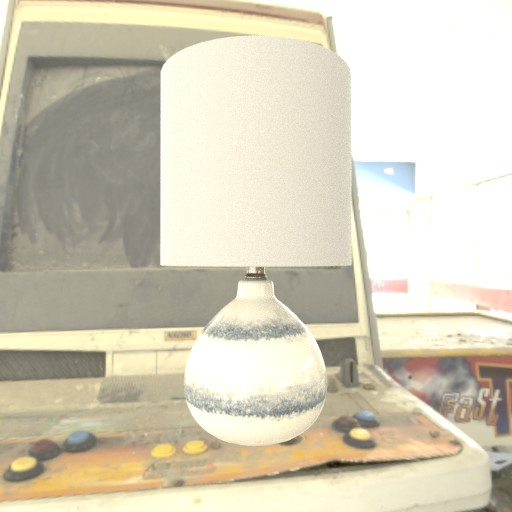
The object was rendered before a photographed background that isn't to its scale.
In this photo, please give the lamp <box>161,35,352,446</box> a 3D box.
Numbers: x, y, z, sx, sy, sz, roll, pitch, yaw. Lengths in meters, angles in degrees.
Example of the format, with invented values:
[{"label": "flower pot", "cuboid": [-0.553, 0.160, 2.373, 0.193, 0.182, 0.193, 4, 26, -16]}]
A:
[{"label": "lamp", "cuboid": [0.000, 0.000, 0.514, 0.216, 0.404, 0.216, 0, 0, 17]}]
